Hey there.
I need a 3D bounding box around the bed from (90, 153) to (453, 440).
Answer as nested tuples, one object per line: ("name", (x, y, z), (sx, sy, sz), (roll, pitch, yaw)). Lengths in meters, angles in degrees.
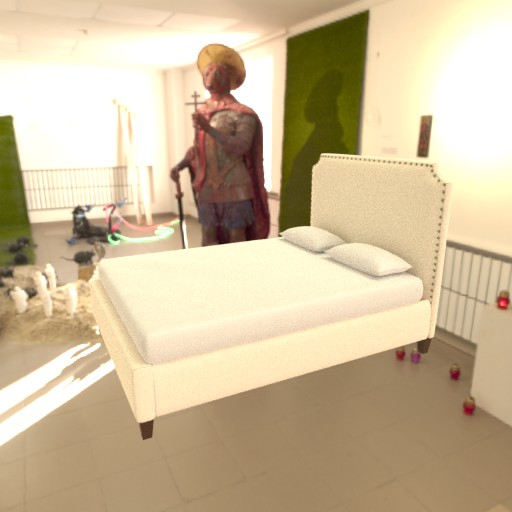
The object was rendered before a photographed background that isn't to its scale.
("bed", (0.000, 0.000, 3.546), (2.372, 1.497, 1.712), (-8, 18, -26))
